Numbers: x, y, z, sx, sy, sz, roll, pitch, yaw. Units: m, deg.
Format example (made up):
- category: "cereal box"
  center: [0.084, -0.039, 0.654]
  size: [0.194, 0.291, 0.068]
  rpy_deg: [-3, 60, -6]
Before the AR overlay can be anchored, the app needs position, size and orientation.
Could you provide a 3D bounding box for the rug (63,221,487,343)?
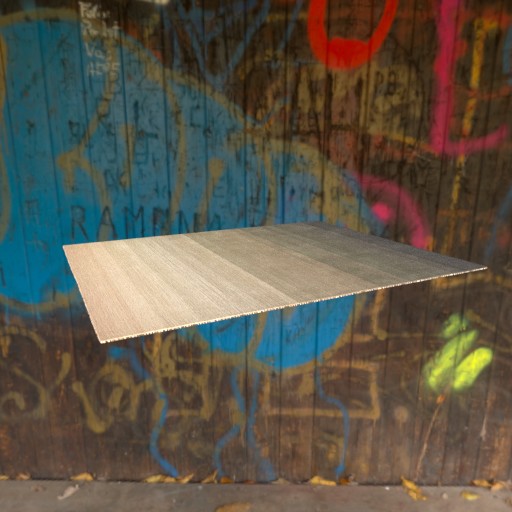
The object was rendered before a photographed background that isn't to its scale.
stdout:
- category: "rug"
  center: [0.000, 0.000, 3.843]
  size: [2.932, 0.015, 2.315]
  rpy_deg: [-7, 16, -26]
